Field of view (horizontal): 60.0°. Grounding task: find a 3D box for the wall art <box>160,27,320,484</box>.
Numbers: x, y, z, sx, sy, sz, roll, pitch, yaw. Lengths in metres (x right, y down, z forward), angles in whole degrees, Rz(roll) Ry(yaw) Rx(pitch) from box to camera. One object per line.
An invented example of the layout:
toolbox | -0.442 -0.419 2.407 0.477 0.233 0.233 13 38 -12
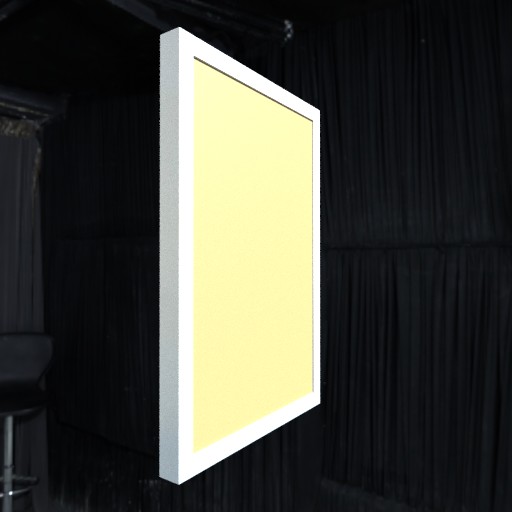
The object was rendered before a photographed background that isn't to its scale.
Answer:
wall art | 0.000 0.000 0.769 0.038 0.611 0.408 0 -1 35
